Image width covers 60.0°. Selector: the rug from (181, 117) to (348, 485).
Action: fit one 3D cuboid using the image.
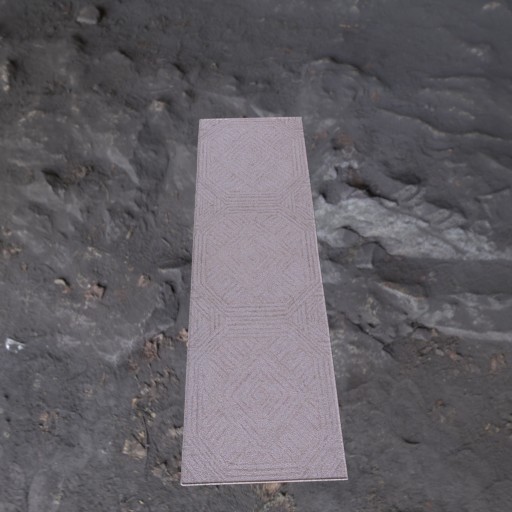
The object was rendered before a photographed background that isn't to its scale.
[{"bbox_3d":[0.000,0.000,2.681,0.775,0.012,2.452,-2,58,-1],"label":"rug"}]
